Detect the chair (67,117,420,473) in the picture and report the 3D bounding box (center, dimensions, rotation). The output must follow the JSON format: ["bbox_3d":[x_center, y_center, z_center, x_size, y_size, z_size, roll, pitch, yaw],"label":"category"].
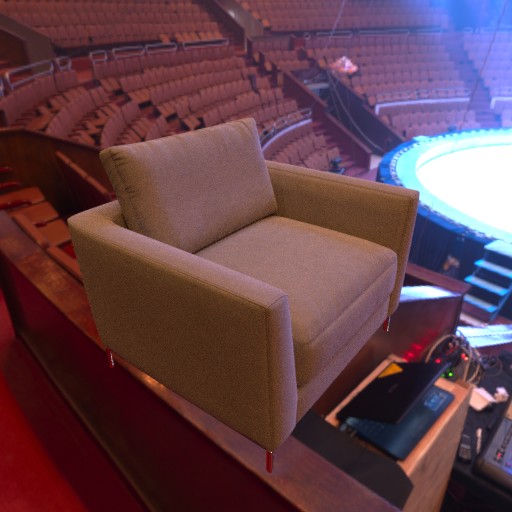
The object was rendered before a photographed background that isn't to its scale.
[{"bbox_3d":[0.000,0.000,1.677,0.889,0.864,1.041,19,33,33],"label":"chair"}]
